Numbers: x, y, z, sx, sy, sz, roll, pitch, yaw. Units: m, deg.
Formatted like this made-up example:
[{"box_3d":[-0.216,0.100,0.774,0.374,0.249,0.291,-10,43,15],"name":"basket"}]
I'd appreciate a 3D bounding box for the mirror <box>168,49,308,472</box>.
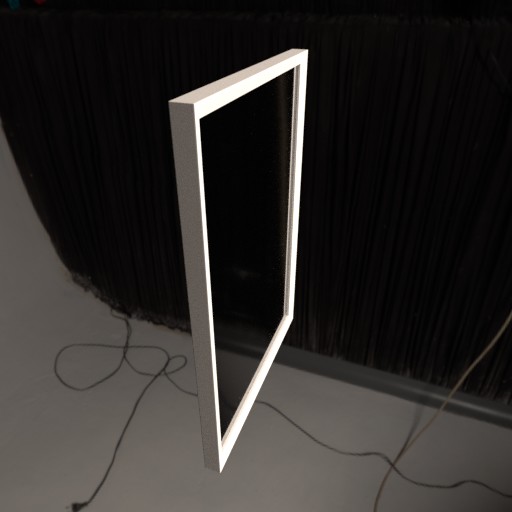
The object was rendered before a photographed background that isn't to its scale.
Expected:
[{"box_3d":[0.000,0.000,0.900,0.039,0.710,0.507,11,33,17],"name":"mirror"}]
